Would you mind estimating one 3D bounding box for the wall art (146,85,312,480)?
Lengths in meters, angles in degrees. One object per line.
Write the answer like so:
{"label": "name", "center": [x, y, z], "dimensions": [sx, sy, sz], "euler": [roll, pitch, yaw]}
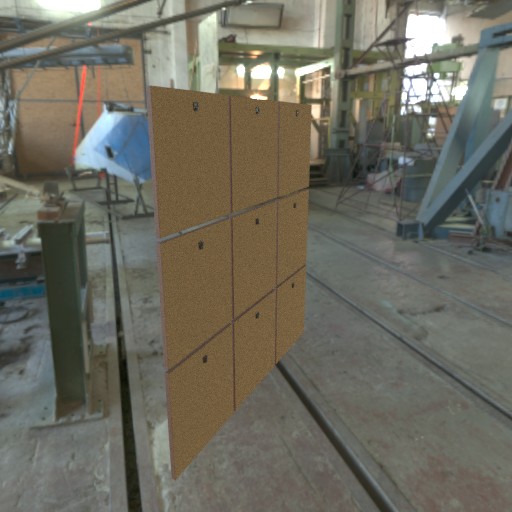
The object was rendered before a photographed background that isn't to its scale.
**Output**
{"label": "wall art", "center": [0.000, 0.000, 1.816], "dimensions": [0.024, 1.218, 1.221], "euler": [8, 18, 25]}
